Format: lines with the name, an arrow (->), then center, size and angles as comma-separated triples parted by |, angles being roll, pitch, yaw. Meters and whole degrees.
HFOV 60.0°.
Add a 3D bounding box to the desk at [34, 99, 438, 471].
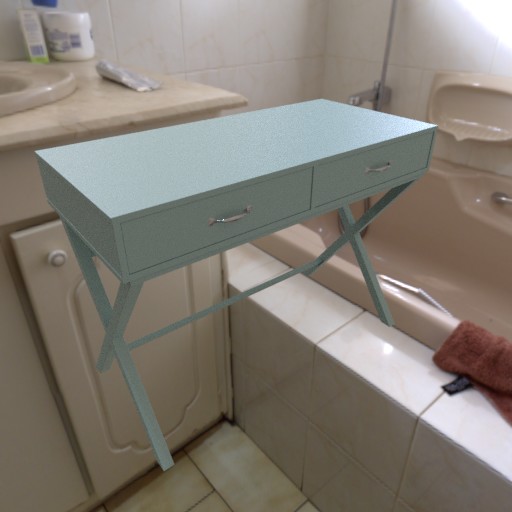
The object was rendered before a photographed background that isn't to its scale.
desk -> 0.000, 0.000, 1.458 | 1.057, 0.780, 0.525 | -22, 37, -32
